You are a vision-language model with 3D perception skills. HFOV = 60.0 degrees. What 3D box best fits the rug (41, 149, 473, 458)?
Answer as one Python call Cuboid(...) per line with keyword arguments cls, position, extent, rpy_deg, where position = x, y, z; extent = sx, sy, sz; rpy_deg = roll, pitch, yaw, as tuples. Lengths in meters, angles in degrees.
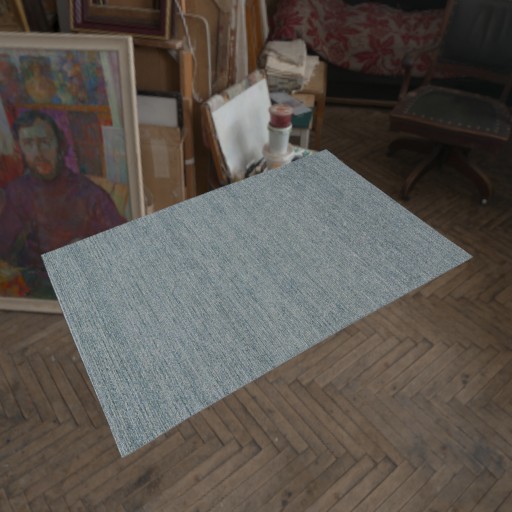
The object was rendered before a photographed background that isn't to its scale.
Cuboid(cls="rug", position=(0.000, 0.000, 2.241), extent=(1.853, 0.022, 1.174), rpy_deg=(-24, 51, -22))
